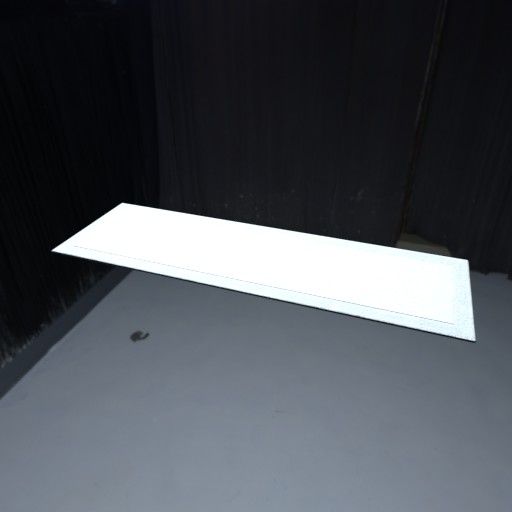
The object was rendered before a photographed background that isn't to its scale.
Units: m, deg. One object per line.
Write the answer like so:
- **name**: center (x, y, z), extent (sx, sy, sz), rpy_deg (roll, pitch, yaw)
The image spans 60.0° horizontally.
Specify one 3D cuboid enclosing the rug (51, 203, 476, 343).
- **rug**: center (0.000, 0.000, 2.699), extent (2.430, 0.012, 0.759), rpy_deg (11, 33, 17)
